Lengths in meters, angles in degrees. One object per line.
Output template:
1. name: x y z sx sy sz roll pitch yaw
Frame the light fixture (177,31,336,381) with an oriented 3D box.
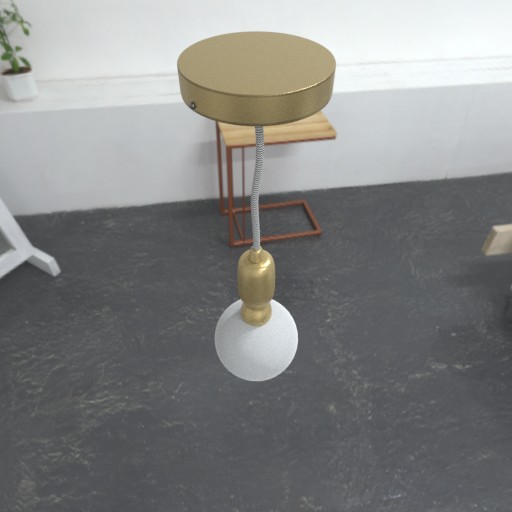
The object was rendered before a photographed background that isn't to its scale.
1. light fixture: 0.000 0.000 0.584 0.147 0.510 0.146 -22 49 -20
